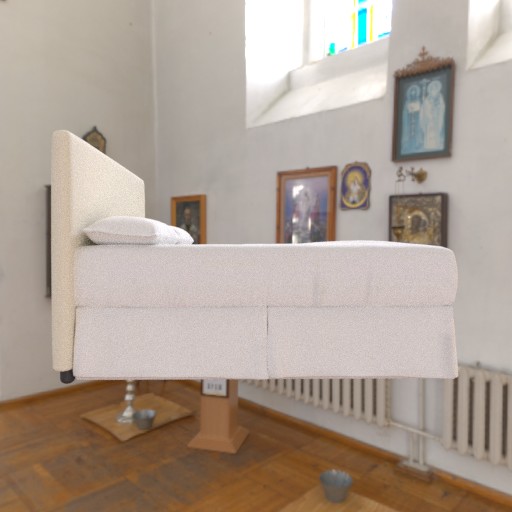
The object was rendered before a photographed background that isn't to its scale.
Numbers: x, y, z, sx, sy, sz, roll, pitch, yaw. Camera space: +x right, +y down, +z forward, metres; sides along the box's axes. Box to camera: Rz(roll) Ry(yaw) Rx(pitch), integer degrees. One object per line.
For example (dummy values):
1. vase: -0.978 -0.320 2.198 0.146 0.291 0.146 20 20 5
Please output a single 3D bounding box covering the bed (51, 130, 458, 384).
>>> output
1. bed: 0.000 0.000 3.112 2.147 1.330 1.714 0 1 -1
